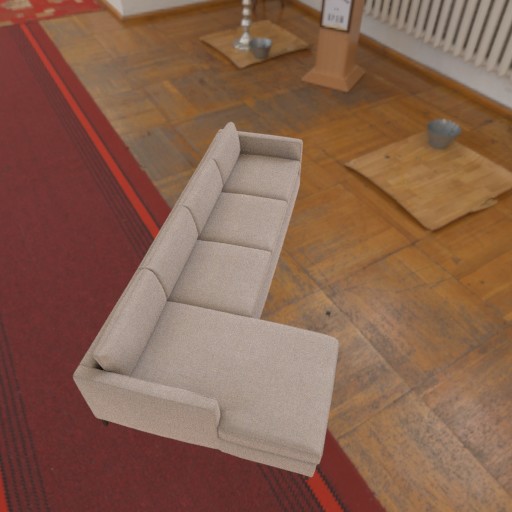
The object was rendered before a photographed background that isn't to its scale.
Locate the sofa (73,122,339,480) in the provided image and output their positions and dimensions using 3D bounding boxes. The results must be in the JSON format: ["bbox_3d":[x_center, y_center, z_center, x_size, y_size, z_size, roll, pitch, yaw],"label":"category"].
[{"bbox_3d":[0.000,0.000,3.539,1.469,0.816,2.923,10,46,10],"label":"sofa"}]
